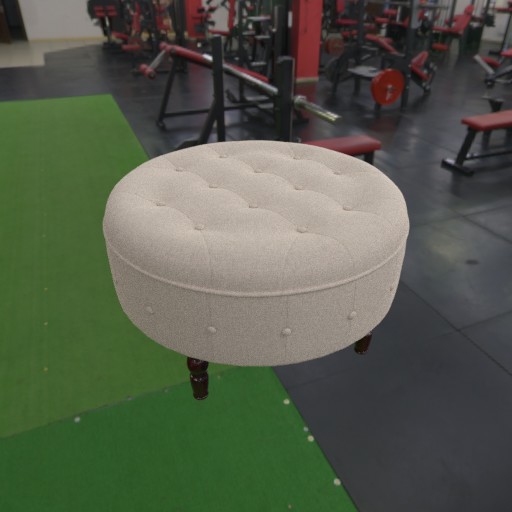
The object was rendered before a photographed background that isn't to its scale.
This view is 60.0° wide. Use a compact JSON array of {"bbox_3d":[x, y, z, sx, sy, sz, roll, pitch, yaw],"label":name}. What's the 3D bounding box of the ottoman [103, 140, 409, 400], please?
[{"bbox_3d":[0.000,0.000,1.366,0.848,0.494,0.848,0,32,0],"label":"ottoman"}]
